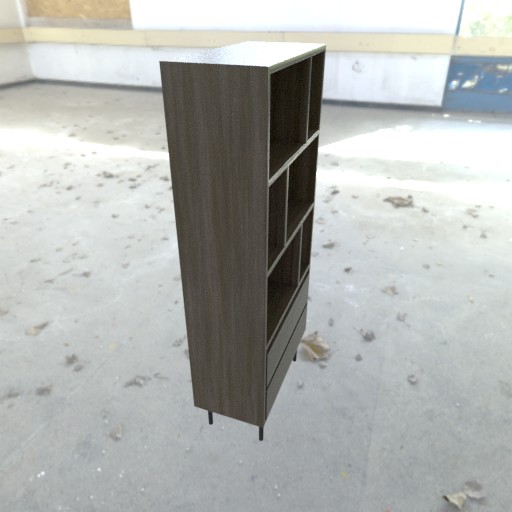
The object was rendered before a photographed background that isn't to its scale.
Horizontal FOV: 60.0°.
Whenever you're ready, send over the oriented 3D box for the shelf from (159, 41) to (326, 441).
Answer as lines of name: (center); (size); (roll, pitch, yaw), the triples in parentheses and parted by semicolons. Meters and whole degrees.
shelf: (0.000, 0.000, 1.834); (0.323, 1.545, 0.670); (11, 32, 18)
